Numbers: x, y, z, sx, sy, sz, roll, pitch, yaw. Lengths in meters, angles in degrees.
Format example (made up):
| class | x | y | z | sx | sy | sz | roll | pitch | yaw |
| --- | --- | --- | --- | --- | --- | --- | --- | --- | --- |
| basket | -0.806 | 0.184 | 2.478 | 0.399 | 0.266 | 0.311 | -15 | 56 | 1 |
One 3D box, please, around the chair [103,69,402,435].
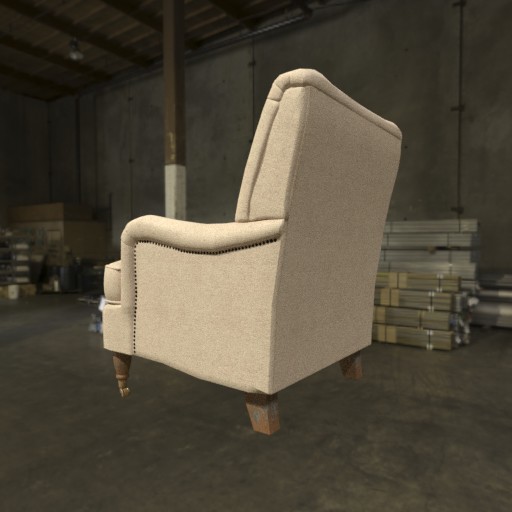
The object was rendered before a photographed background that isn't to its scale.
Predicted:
| class | x | y | z | sx | sy | sz | roll | pitch | yaw |
| --- | --- | --- | --- | --- | --- | --- | --- | --- | --- |
| chair | 0.000 | 0.000 | 1.829 | 0.953 | 1.119 | 0.879 | 1 | 2 | 35 |
